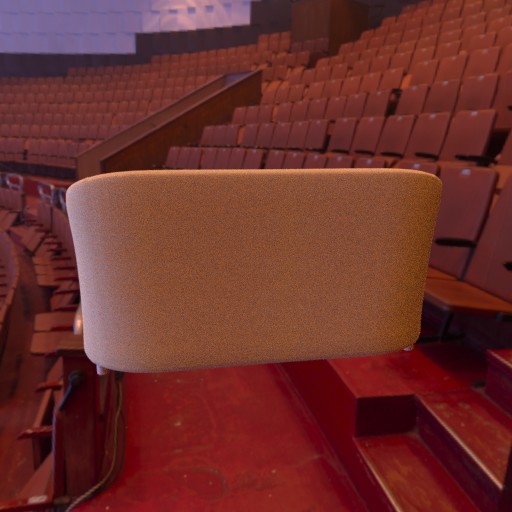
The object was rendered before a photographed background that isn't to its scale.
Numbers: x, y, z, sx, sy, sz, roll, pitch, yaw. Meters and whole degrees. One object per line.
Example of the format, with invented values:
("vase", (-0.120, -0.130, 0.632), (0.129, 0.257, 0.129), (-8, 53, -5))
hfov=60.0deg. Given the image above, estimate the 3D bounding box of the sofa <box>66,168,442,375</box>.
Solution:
("sofa", (0.000, 0.000, 1.801), (1.452, 0.721, 0.705), (-2, 14, -9))
